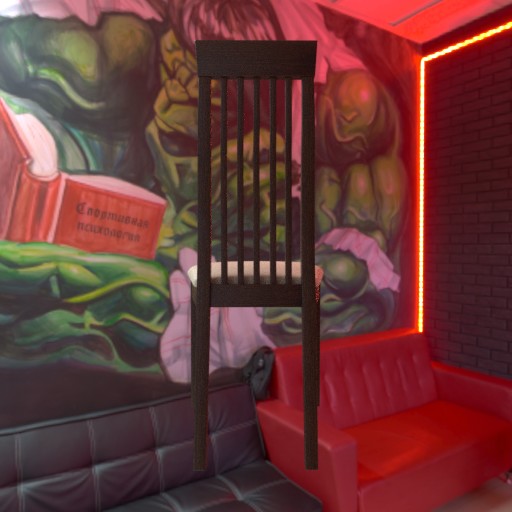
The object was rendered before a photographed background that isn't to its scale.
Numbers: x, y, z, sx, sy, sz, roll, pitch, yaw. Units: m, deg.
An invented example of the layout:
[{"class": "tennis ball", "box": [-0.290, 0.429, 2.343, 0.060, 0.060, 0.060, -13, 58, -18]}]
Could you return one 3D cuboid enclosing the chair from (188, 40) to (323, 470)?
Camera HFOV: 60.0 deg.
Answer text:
[{"class": "chair", "box": [0.000, 0.000, 1.287, 0.460, 1.027, 0.474, 0, 1, 0]}]
